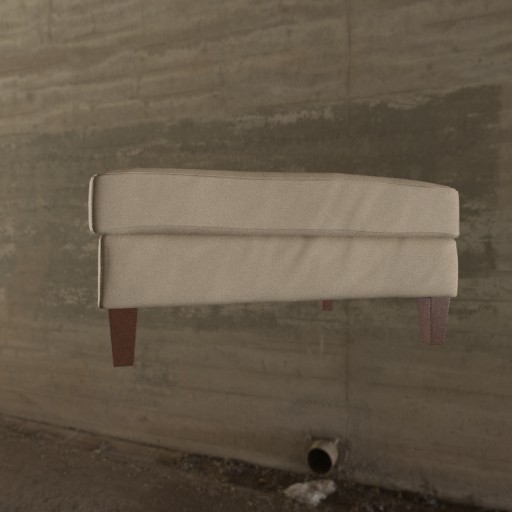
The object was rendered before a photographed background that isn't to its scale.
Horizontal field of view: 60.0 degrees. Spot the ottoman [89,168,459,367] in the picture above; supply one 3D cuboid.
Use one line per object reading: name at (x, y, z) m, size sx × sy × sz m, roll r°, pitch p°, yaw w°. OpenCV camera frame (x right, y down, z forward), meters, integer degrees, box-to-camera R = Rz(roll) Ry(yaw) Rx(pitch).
ottoman at (0.000, 0.000, 1.498) m, size 1.002 × 0.492 × 0.836 m, roll 0°, pitch 1°, yaw -16°
